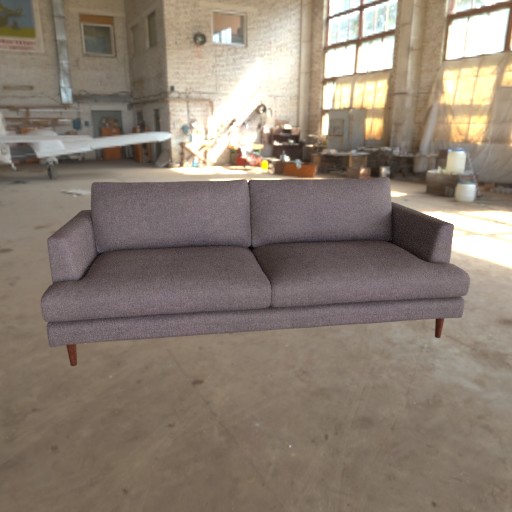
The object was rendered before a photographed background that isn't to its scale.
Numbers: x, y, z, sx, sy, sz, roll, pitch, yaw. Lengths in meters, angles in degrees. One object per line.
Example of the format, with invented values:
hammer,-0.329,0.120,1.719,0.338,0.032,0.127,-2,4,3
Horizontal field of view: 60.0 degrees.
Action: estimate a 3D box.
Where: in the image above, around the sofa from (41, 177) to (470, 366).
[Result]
sofa,0.000,0.000,2.741,2.250,0.868,1.020,-3,17,-9
